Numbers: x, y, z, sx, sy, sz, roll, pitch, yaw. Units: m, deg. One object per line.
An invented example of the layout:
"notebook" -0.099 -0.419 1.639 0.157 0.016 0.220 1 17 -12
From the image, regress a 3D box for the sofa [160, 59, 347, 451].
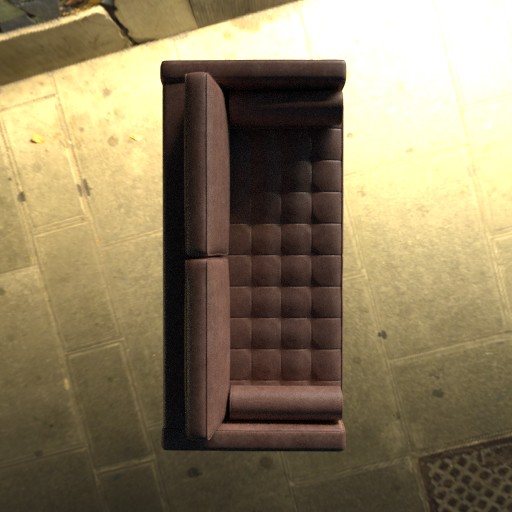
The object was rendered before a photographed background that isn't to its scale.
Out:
"sofa" 0.000 0.000 2.276 0.910 0.760 1.870 0 91 1
